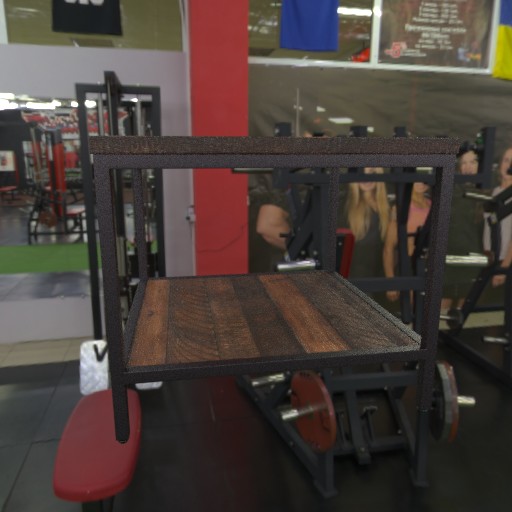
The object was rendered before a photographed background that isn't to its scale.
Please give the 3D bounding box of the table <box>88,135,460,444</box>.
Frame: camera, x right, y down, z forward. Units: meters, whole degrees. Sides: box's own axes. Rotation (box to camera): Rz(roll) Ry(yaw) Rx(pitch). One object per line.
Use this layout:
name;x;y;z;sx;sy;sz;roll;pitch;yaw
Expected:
table;0.000;0.000;0.961;0.553;0.482;0.548;-2;13;-9
